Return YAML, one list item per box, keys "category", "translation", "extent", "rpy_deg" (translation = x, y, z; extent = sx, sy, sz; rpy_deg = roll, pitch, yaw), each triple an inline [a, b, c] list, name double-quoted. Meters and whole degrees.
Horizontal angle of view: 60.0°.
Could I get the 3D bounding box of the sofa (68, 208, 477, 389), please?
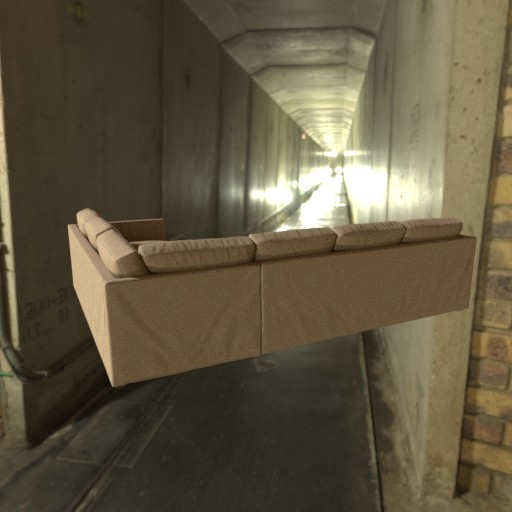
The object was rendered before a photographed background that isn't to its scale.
- category: "sofa"
  translation: [0.000, 0.000, 4.326]
  extent: [3.182, 0.871, 2.432]
  rpy_deg: [-7, 15, -26]
